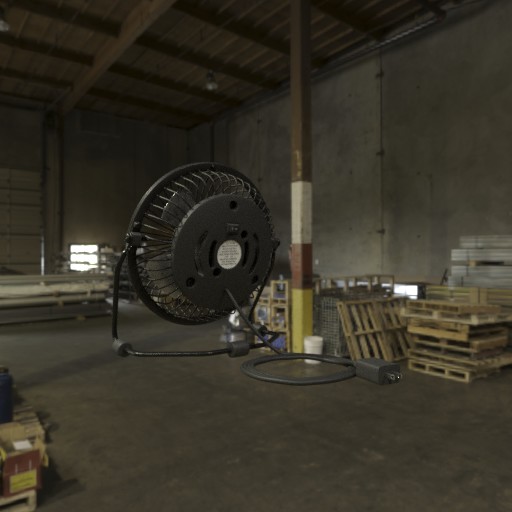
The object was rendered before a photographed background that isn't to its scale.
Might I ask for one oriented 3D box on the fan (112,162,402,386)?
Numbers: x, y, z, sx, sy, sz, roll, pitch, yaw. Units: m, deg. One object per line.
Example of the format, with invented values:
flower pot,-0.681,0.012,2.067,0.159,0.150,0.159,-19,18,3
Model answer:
fan,0.000,0.000,0.317,0.153,0.152,0.202,0,0,-39
